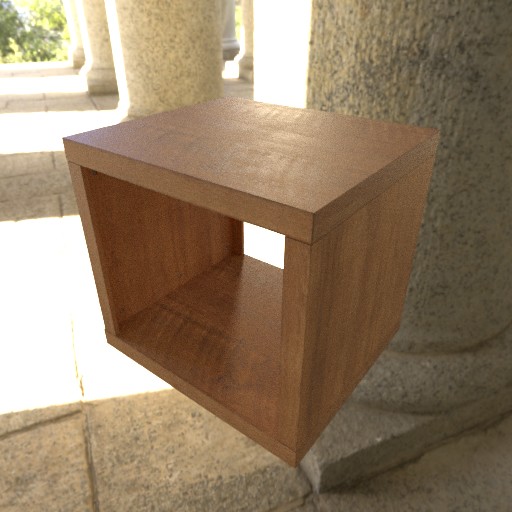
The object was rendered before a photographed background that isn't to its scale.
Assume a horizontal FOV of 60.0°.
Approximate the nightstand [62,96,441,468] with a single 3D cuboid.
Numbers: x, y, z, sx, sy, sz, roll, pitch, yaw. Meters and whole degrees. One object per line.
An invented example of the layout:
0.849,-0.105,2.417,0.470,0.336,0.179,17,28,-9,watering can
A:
0.000,0.000,0.887,0.493,0.491,0.436,21,37,31,nightstand
